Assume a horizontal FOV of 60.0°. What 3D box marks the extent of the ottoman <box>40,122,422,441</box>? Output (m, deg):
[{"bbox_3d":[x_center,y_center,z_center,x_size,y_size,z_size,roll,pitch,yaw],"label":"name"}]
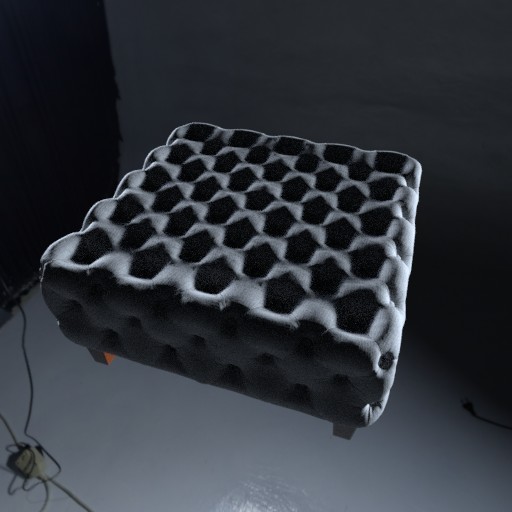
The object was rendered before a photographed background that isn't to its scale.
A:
[{"bbox_3d":[0.000,0.000,1.170,0.758,0.365,0.764,13,43,14],"label":"ottoman"}]
